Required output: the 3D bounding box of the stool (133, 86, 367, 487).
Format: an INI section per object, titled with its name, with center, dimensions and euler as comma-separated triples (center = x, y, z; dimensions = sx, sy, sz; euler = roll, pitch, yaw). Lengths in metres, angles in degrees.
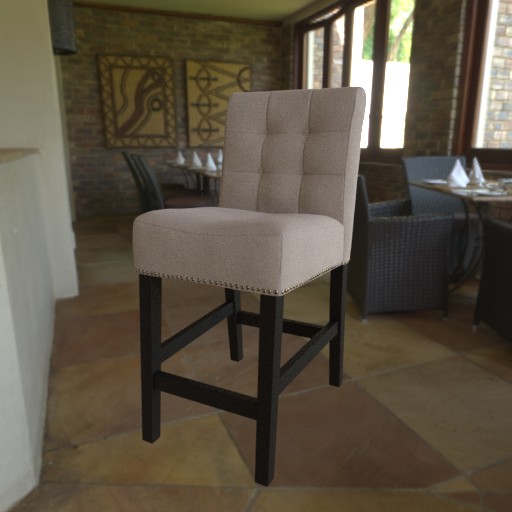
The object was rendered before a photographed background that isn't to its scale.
[stool]
center = 0.000, 0.000, 1.186
dimensions = 0.427, 0.885, 0.571
euler = 7, 16, 26
